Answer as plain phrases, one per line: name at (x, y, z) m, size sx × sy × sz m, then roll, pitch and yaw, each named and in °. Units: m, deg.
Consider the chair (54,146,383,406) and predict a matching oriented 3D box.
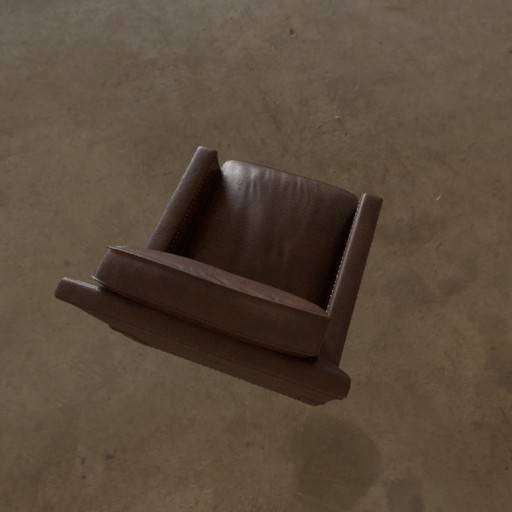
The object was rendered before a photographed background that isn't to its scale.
chair at (0.000, 0.000, 1.788) m, size 0.854 × 1.054 × 1.035 m, roll 18°, pitch 65°, yaw 9°
